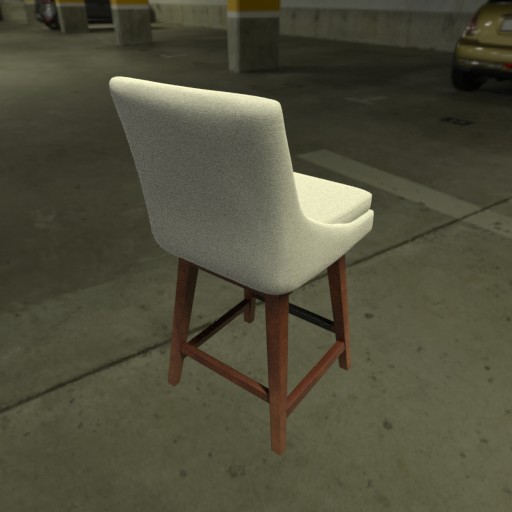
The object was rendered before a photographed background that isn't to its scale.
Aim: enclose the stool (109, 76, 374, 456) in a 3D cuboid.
[{"bbox_3d":[0.000,0.000,1.274,0.469,0.991,0.559,21,36,31],"label":"stool"}]
